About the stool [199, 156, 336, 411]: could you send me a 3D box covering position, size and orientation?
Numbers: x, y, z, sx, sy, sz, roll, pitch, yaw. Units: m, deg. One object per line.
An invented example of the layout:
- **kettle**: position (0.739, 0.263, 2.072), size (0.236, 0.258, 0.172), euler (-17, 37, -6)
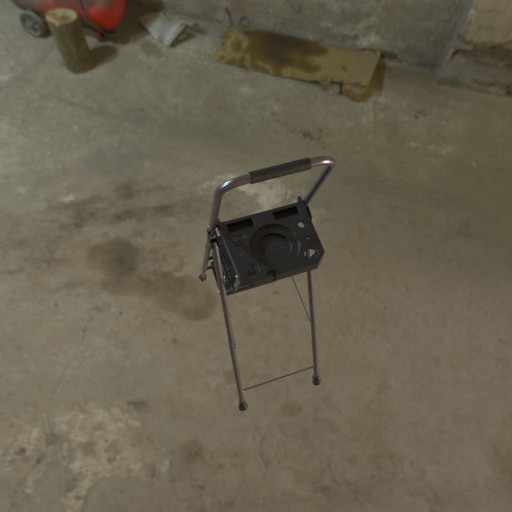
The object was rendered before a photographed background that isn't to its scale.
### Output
- **stool**: position (0.000, 0.000, 1.629), size (0.396, 1.277, 0.733), euler (-16, 59, -10)
